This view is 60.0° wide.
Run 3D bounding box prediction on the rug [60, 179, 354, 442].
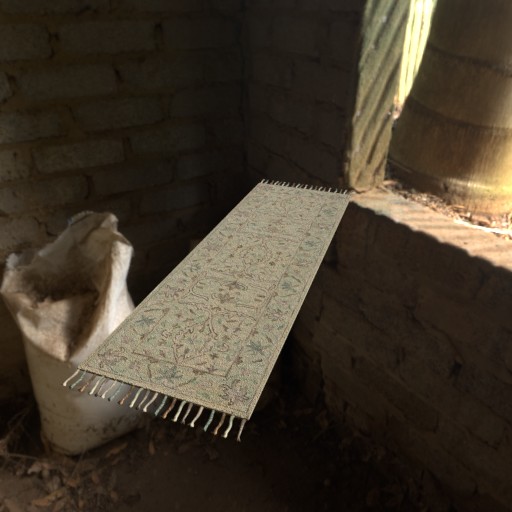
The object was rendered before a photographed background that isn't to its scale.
[{"bbox_3d":[0.000,0.000,2.635,0.769,0.013,2.440,10,32,17],"label":"rug"}]
